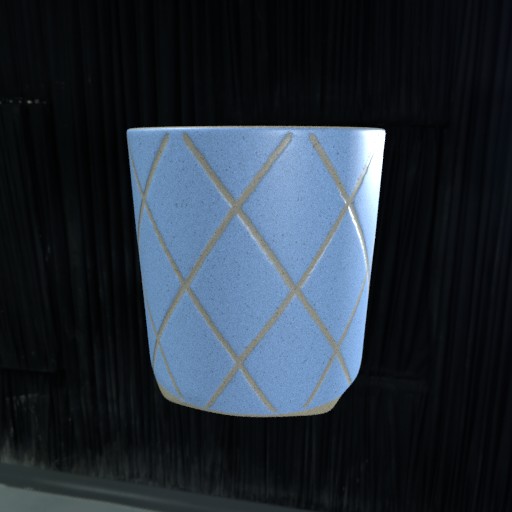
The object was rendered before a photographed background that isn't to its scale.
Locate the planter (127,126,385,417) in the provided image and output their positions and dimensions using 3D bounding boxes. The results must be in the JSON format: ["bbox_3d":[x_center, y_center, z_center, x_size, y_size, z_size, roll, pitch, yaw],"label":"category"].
[{"bbox_3d":[0.000,0.000,0.364,0.191,0.200,0.191,0,15,0],"label":"planter"}]
